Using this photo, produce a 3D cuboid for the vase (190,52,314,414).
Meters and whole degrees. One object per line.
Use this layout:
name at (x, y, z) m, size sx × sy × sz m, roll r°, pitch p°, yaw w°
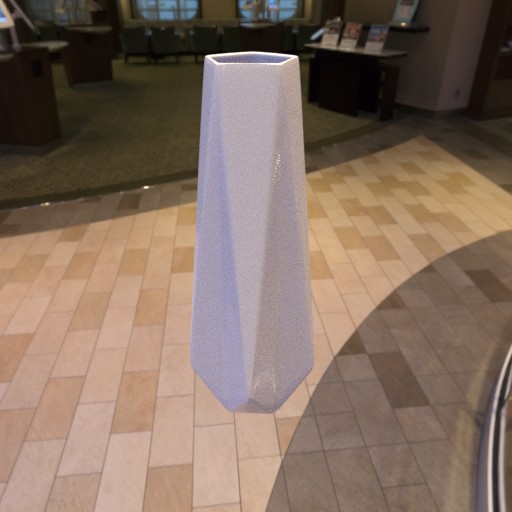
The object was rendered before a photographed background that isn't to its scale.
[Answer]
vase at (0.000, 0.000, 0.399) m, size 0.122 × 0.329 × 0.116 m, roll 22°, pitch 37°, yaw 32°
